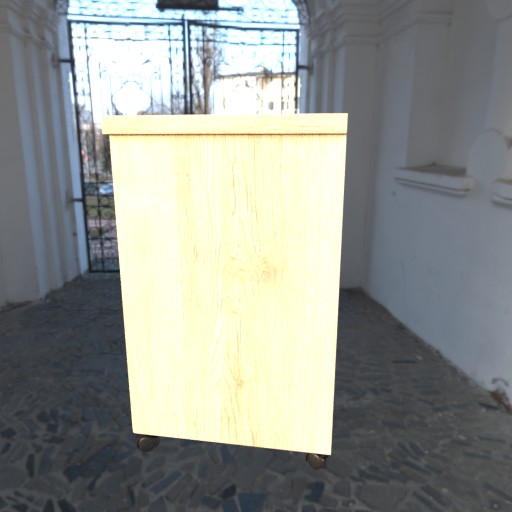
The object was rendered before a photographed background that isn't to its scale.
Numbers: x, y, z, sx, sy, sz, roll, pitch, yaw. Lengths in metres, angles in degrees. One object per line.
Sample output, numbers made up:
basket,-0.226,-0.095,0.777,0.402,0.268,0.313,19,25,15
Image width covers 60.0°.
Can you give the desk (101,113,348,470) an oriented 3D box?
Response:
desk,0.000,0.000,1.345,0.480,0.770,0.885,2,15,9
